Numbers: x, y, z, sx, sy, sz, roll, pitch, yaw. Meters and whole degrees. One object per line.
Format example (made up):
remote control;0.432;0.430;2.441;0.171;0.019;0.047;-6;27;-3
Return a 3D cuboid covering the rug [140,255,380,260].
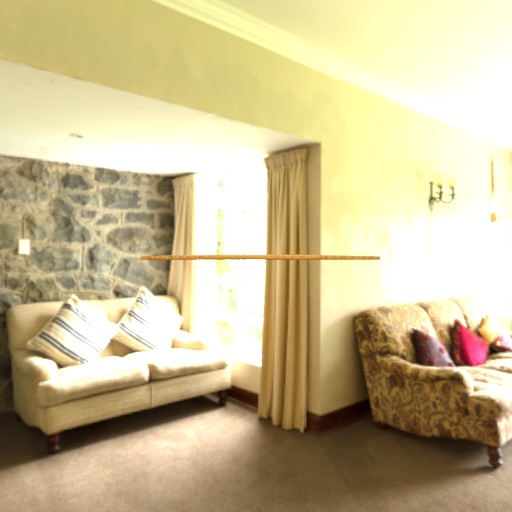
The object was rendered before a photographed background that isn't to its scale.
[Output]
rug;0.000;0.000;2.634;0.775;0.012;2.452;0;0;-1
